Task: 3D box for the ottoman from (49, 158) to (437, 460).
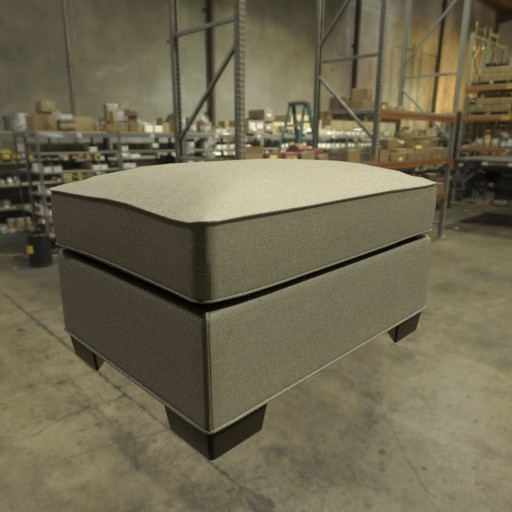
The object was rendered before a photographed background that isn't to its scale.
[{"bbox_3d":[0.000,0.000,1.201,0.843,0.504,0.619,-15,21,-43],"label":"ottoman"}]
